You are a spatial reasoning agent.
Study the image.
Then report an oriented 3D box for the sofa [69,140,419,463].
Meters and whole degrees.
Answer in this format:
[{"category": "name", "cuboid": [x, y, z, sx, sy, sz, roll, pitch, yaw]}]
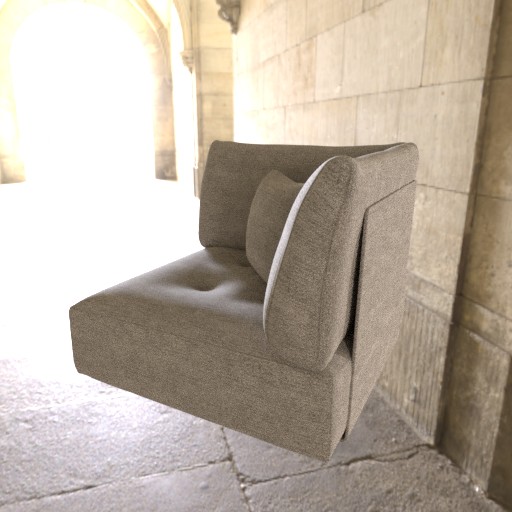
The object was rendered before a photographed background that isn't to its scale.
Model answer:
[{"category": "sofa", "cuboid": [0.000, 0.000, 1.666, 1.000, 0.820, 1.000, 9, 18, 27]}]
